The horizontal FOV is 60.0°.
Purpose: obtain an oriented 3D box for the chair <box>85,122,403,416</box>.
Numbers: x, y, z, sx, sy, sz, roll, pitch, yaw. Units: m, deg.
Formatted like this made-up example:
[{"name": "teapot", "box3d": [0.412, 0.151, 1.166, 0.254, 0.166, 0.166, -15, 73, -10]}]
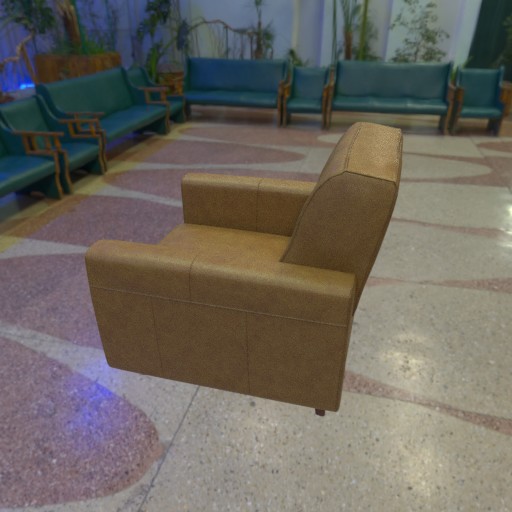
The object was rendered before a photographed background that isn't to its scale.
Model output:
[{"name": "chair", "box3d": [0.000, 0.000, 1.696, 0.942, 0.968, 0.845, 8, 30, 15]}]
